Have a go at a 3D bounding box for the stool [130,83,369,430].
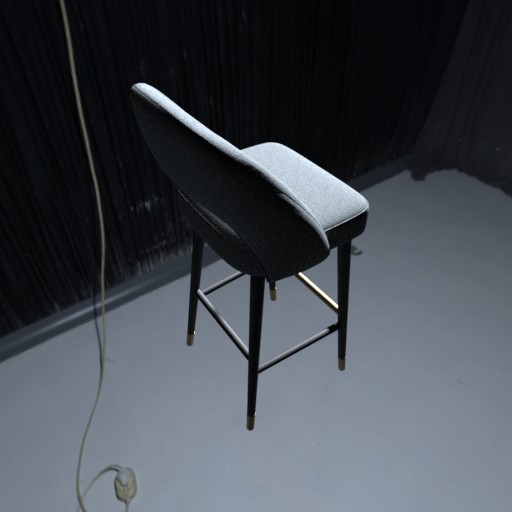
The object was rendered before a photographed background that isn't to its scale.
[{"bbox_3d":[0.000,0.000,1.374,0.524,1.089,0.536,-25,47,-25],"label":"stool"}]
